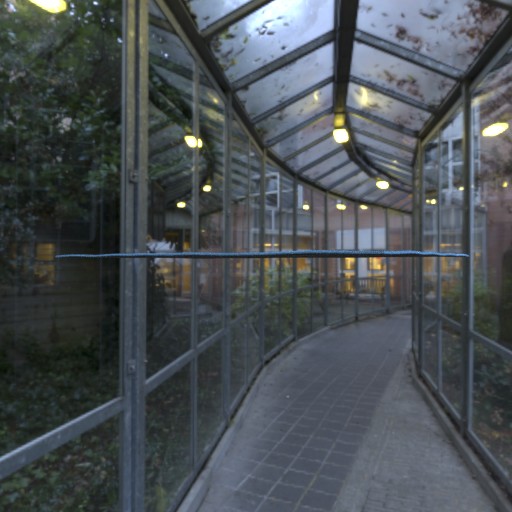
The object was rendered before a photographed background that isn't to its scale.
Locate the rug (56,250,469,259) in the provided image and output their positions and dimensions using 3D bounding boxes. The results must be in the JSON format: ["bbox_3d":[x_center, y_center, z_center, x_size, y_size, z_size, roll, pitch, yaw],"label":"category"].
[{"bbox_3d":[0.000,0.000,2.334,1.847,0.014,1.195,-1,-1,37],"label":"rug"}]
